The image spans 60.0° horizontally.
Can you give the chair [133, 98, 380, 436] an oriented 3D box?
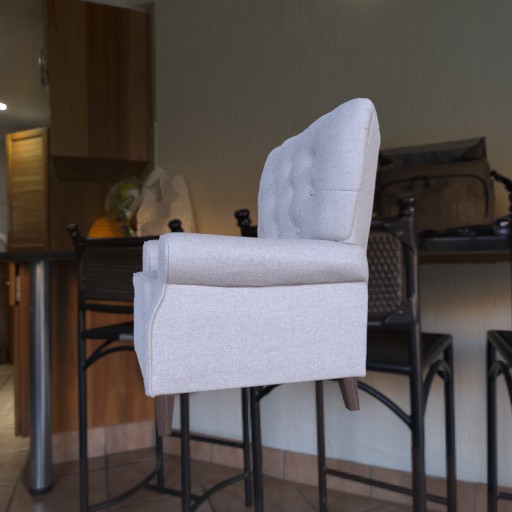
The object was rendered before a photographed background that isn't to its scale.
[{"bbox_3d":[0.000,0.000,1.957,1.025,1.209,0.942,0,0,-18],"label":"chair"}]
